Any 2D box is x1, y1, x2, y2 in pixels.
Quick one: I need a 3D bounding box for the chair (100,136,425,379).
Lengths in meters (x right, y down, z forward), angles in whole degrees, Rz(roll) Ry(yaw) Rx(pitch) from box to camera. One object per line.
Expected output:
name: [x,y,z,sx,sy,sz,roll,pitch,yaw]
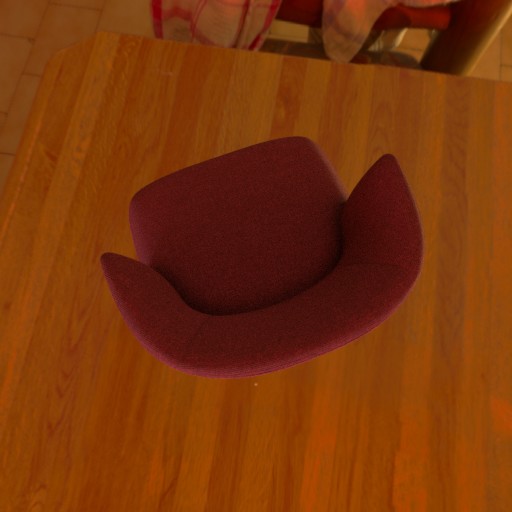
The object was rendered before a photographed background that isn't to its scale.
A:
chair: [0.000,0.000,1.288,0.700,0.760,0.660,-20,75,-6]
